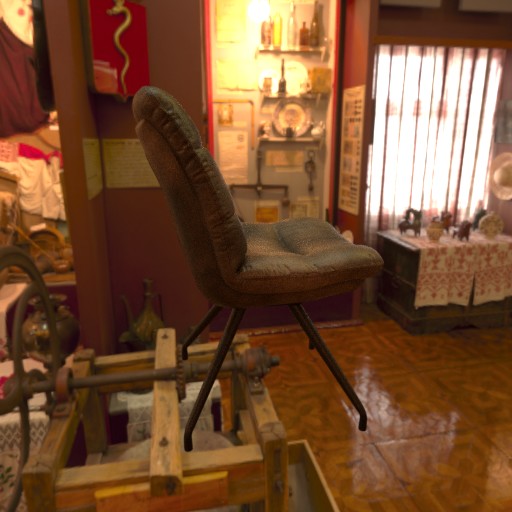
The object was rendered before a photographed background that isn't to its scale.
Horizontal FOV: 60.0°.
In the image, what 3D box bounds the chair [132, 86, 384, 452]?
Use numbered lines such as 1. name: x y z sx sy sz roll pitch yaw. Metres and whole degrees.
1. chair: 0.000 0.000 1.276 0.622 0.870 0.549 -3 16 -9
